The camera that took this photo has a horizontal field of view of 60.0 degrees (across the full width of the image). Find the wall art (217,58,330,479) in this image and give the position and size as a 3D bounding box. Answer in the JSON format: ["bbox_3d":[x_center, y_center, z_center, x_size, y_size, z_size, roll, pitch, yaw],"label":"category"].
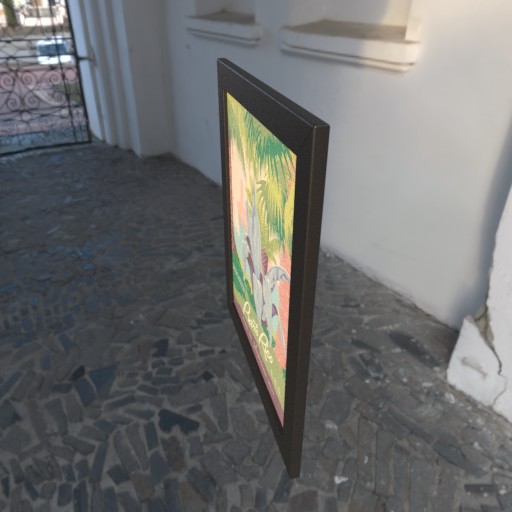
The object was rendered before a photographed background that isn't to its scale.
[{"bbox_3d":[0.000,0.000,0.780,0.018,0.582,0.481,-8,32,-13],"label":"wall art"}]
